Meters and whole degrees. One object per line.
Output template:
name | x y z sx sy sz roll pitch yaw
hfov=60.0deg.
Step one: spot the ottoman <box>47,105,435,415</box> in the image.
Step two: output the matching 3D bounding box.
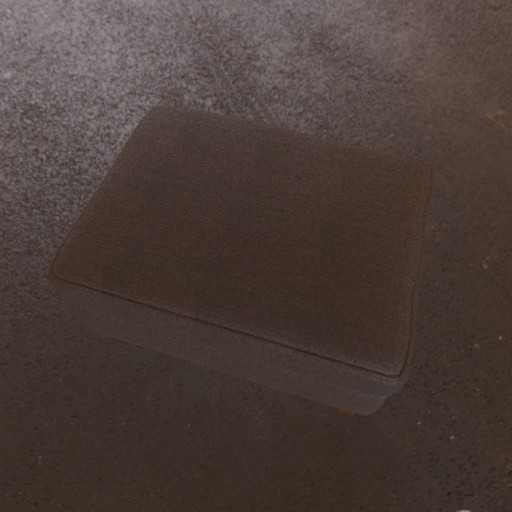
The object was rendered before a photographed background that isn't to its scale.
ottoman | 0.000 0.000 1.238 0.826 0.496 0.639 15 60 9
